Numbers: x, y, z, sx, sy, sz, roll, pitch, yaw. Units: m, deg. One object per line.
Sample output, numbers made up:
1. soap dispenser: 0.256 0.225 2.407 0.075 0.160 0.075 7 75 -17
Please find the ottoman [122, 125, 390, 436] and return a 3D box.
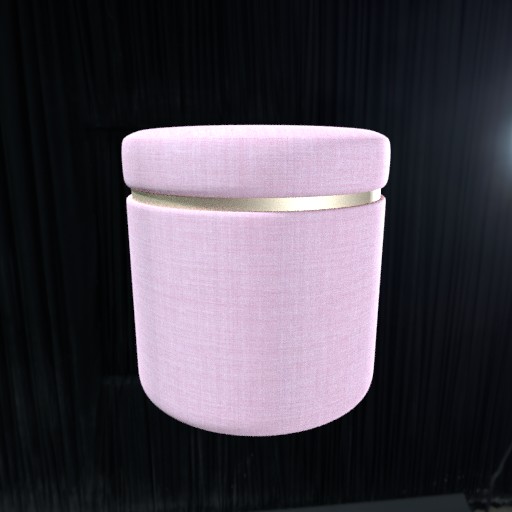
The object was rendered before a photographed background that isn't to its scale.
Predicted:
1. ottoman: 0.000 0.000 0.728 0.400 0.406 0.400 0 14 0
